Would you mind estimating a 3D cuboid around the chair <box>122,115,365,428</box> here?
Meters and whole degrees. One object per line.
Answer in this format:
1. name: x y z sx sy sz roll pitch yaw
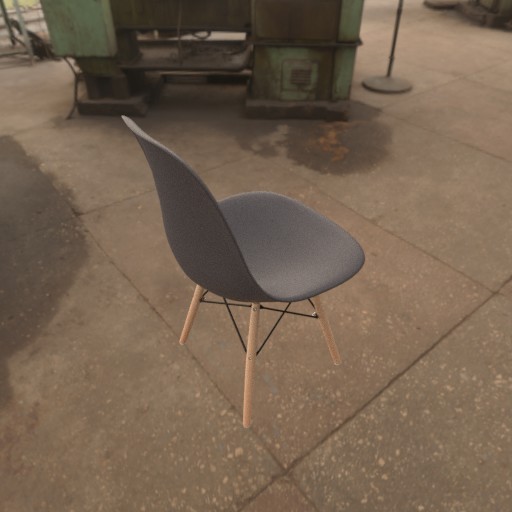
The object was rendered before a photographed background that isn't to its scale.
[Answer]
1. chair: 0.000 0.000 1.167 0.533 0.826 0.470 -25 45 -27
